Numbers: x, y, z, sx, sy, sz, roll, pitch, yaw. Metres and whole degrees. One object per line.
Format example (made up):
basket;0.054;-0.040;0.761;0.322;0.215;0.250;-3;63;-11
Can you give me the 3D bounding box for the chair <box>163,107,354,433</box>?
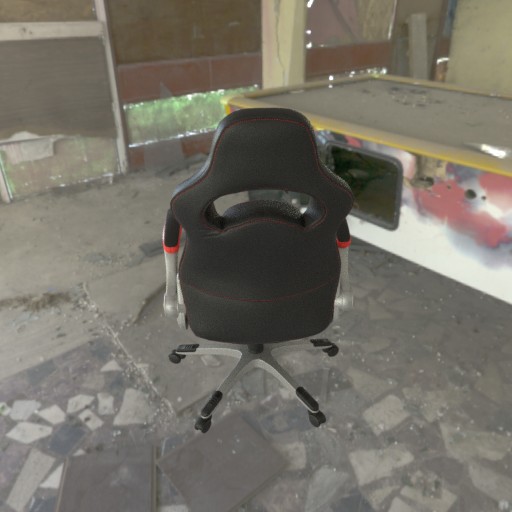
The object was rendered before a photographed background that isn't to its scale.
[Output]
chair;0.000;0.000;1.608;0.758;1.165;0.712;-2;30;-3
